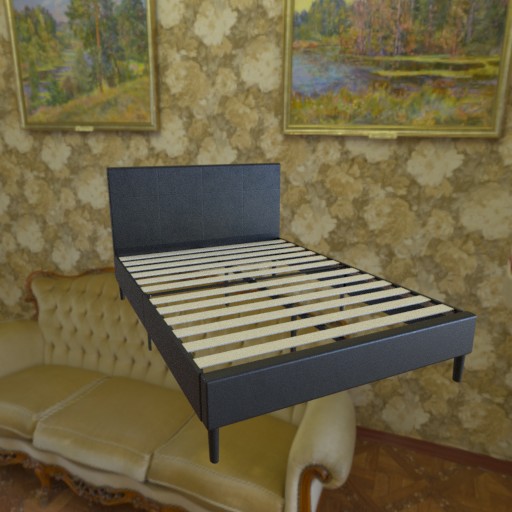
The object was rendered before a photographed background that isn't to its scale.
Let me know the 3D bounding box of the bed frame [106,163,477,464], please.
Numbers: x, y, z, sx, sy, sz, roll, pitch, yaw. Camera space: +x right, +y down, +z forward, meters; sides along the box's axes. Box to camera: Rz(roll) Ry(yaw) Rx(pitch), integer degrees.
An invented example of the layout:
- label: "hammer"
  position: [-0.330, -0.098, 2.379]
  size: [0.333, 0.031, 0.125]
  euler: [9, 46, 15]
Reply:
- label: "bed frame"
  position: [0.000, 0.000, 2.850]
  size: [1.469, 1.046, 2.152]
  euler: [-7, 16, -25]
